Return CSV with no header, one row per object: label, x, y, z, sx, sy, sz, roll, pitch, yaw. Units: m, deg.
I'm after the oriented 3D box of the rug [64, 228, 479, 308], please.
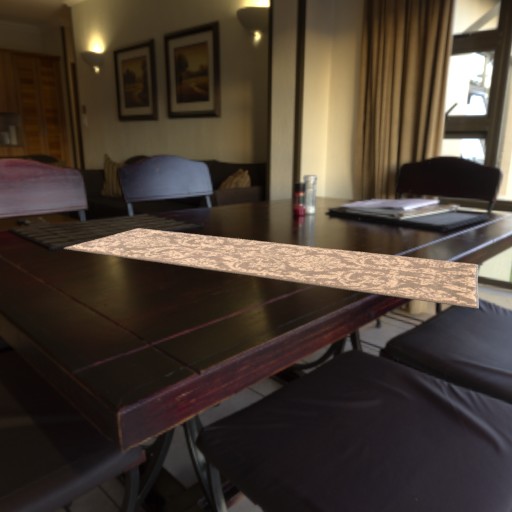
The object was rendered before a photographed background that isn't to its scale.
rug,0.000,0.000,2.432,2.196,0.011,0.662,7,16,25
